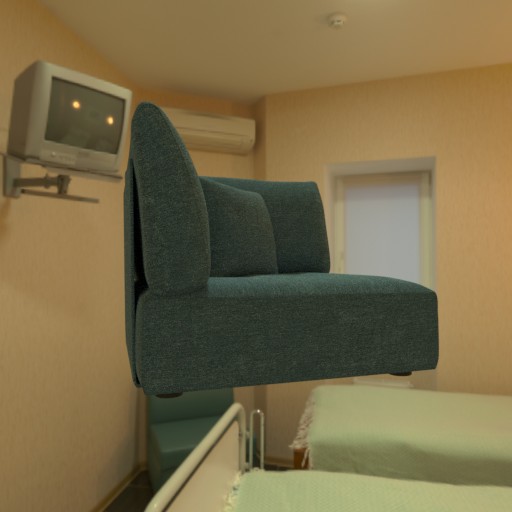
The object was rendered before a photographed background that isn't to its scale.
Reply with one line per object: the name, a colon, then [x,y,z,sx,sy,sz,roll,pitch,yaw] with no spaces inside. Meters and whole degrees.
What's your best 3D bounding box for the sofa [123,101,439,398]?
sofa: [0.000,0.000,1.769,1.000,0.820,1.000,0,-1,-18]
